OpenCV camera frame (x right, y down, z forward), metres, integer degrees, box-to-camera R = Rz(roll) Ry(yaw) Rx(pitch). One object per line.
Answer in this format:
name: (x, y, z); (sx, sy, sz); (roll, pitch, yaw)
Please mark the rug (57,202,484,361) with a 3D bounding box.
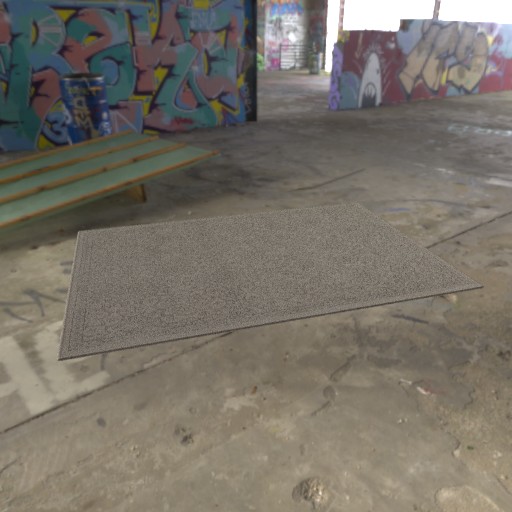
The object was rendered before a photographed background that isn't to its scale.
rug: (0.000, 0.000, 2.323); (1.829, 0.010, 1.219); (-7, 27, -15)
